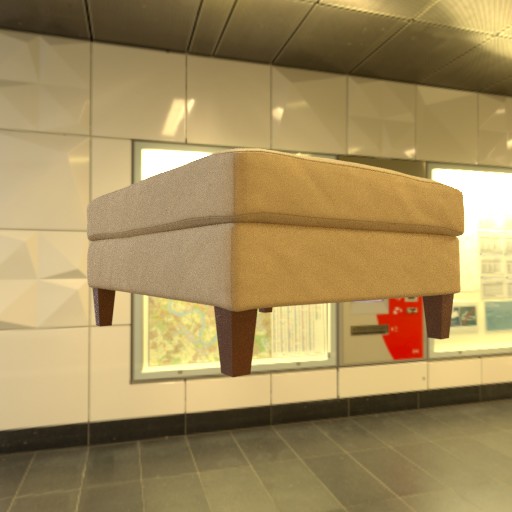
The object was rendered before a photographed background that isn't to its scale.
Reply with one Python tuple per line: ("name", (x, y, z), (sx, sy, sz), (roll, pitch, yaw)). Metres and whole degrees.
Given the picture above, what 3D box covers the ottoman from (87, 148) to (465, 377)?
("ottoman", (0.000, 0.000, 1.456), (0.836, 0.492, 1.002), (1, -1, -36))
